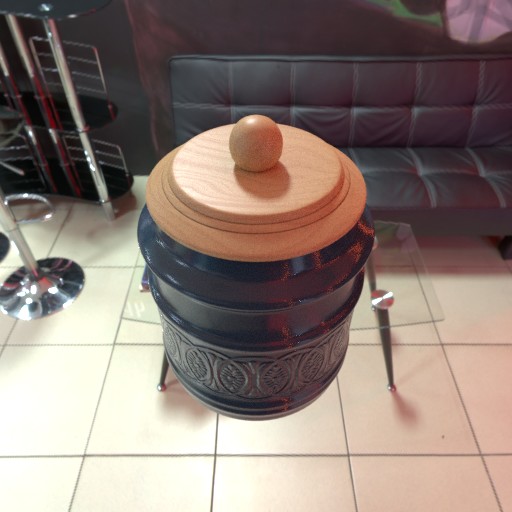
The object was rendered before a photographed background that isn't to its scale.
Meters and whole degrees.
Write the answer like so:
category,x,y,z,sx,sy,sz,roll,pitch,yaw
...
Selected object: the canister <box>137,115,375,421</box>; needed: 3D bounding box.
category,x,y,z,sx,sy,sz,roll,pitch,yaw
canister,0.000,0.000,0.266,0.130,0.176,0.130,0,44,0
